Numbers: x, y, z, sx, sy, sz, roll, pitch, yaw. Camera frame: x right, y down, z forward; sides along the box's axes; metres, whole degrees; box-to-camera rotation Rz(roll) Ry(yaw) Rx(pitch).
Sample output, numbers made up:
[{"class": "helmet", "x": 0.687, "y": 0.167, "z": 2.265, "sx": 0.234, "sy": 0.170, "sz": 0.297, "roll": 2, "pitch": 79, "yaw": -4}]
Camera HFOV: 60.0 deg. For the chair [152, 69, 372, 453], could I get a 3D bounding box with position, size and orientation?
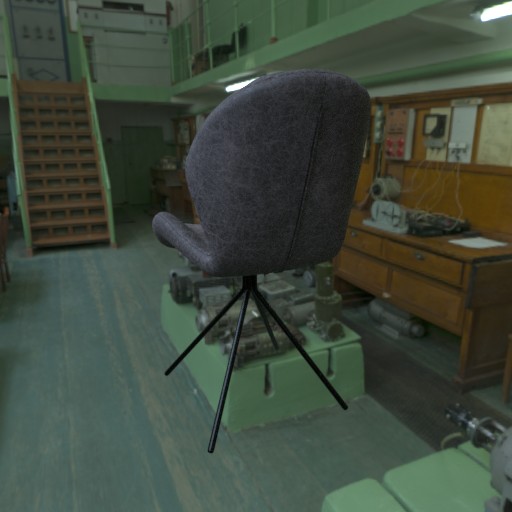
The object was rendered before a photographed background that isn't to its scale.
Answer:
[{"class": "chair", "x": 0.000, "y": 0.000, "z": 1.280, "sx": 0.527, "sy": 0.934, "sz": 0.640, "roll": -7, "pitch": 17, "yaw": -25}]
